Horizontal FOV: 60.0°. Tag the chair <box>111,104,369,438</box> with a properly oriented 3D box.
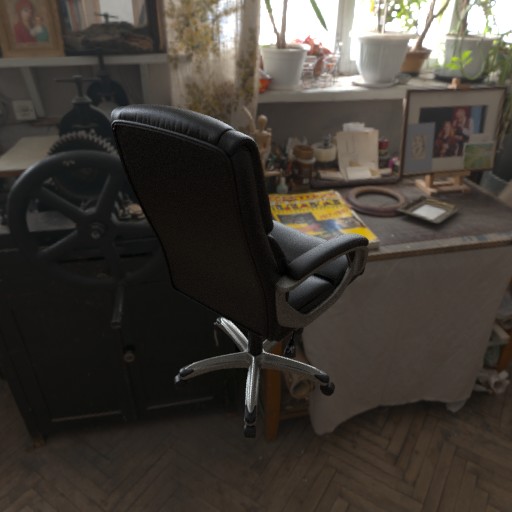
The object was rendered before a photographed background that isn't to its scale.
[{"bbox_3d":[0.000,0.000,1.605,0.663,1.155,0.739,23,38,33],"label":"chair"}]
